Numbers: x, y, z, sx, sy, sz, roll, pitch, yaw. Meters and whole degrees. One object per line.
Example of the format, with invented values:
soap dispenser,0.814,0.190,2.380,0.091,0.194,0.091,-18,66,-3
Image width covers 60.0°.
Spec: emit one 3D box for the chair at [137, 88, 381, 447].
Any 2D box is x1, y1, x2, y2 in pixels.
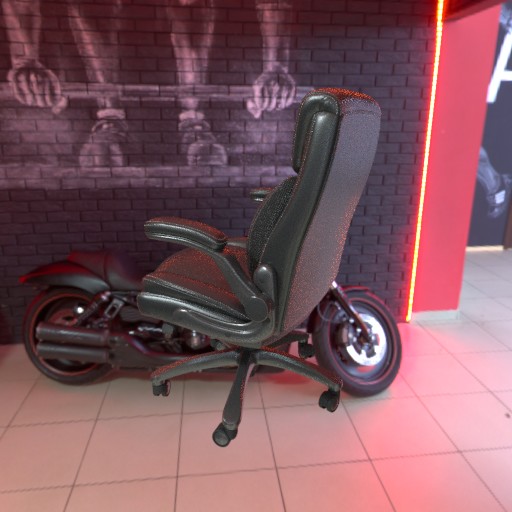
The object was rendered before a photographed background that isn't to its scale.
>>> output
chair,0.000,0.000,1.600,0.724,1.110,0.782,8,18,25
